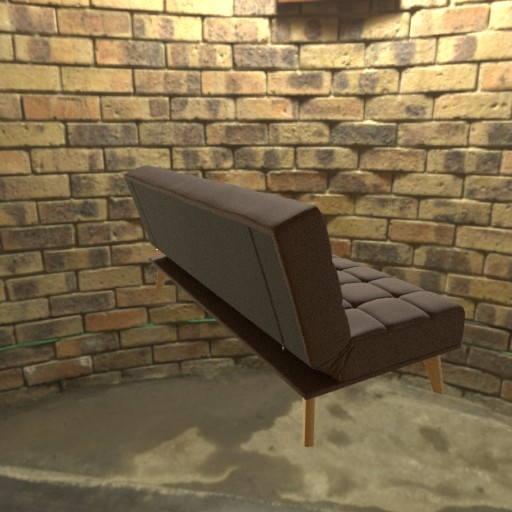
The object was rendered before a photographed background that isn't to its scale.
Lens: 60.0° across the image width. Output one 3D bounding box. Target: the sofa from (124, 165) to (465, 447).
[{"bbox_3d":[0.000,0.000,2.220,0.860,0.810,1.800,-8,18,-28],"label":"sofa"}]
